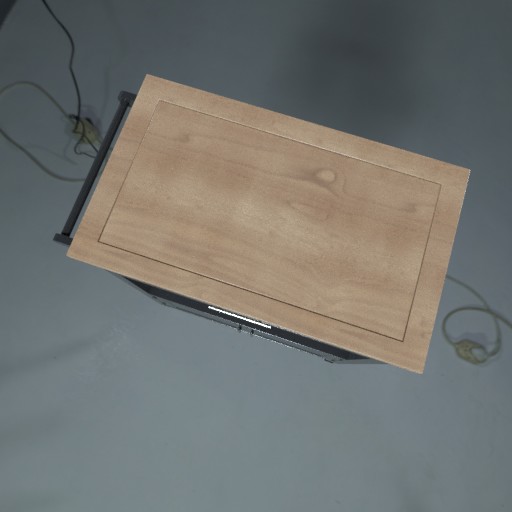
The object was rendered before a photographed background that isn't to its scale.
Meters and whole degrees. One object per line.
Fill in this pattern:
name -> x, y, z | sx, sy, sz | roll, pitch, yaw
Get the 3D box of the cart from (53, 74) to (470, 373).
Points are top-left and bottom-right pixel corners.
cart -> 0.000, 0.000, 1.390 | 0.840, 0.901, 0.459 | 18, 77, 4
